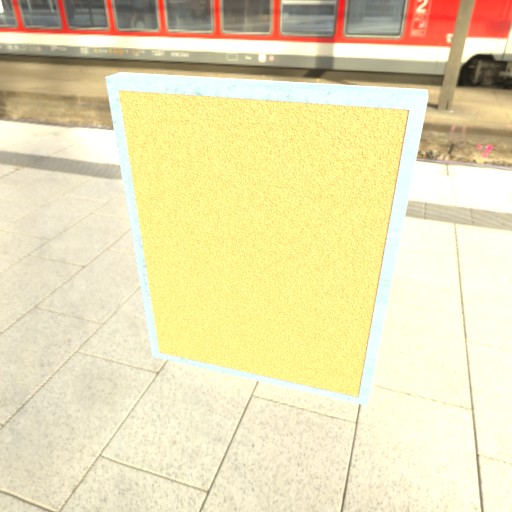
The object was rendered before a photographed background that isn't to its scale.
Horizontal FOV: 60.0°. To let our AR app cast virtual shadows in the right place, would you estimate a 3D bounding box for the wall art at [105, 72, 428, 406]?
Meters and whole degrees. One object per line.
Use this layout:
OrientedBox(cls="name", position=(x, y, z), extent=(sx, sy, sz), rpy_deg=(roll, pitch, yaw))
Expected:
OrientedBox(cls="wall art", position=(0.000, 0.000, 0.688), extent=(0.409, 0.509, 0.037), rpy_deg=(9, 33, 14))
